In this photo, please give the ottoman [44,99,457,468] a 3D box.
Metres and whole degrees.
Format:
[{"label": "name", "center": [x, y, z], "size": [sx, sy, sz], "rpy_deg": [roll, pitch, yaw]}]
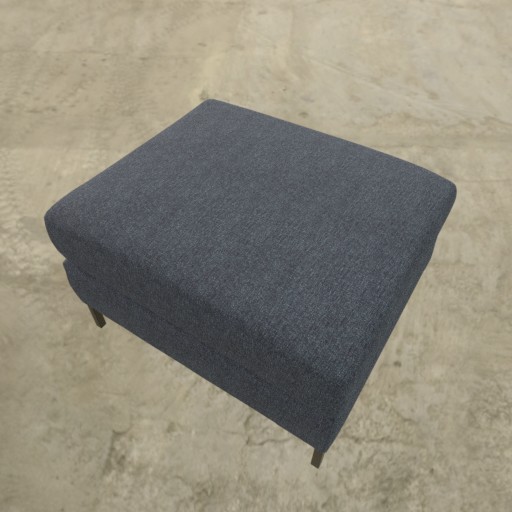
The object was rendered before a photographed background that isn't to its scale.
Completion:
[{"label": "ottoman", "center": [0.000, 0.000, 1.256], "size": [0.831, 0.533, 0.695], "rpy_deg": [25, 52, 22]}]
